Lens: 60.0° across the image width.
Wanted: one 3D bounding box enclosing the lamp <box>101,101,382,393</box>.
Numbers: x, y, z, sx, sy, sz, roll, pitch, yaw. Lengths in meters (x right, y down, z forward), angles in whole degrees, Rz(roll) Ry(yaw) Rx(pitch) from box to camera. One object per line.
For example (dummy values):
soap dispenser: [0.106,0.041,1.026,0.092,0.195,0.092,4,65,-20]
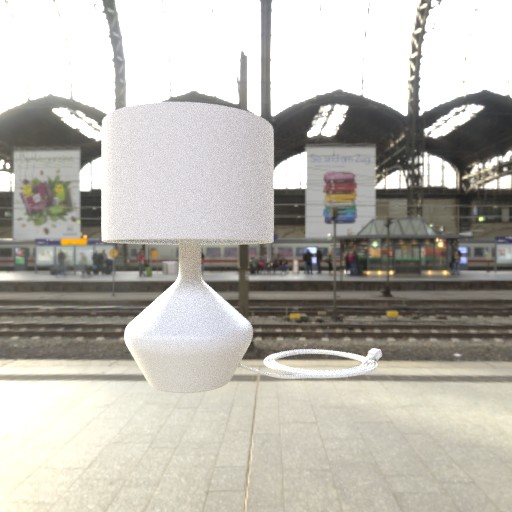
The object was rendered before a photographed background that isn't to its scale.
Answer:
lamp: [0.000,0.000,0.857,0.546,0.457,0.401,0,0,-1]
